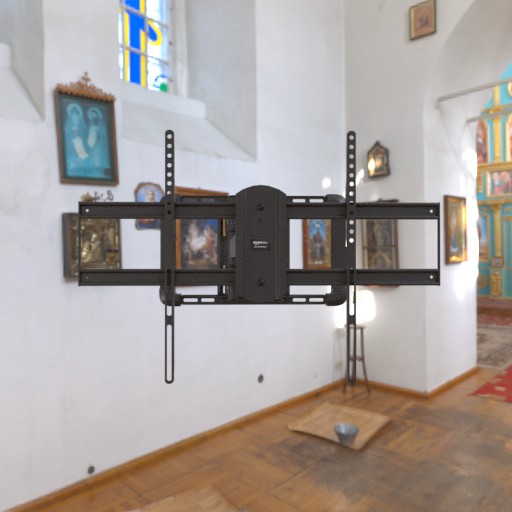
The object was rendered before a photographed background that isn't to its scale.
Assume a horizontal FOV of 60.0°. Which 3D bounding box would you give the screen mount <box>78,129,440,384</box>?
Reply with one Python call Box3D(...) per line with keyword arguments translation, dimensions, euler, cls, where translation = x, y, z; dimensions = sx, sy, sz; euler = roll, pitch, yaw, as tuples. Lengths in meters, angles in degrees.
Box3D(translation=(0.000, 0.000, 1.284), dimensions=(0.725, 0.483, 0.905), euler=(0, 0, -1), cls="screen mount")
